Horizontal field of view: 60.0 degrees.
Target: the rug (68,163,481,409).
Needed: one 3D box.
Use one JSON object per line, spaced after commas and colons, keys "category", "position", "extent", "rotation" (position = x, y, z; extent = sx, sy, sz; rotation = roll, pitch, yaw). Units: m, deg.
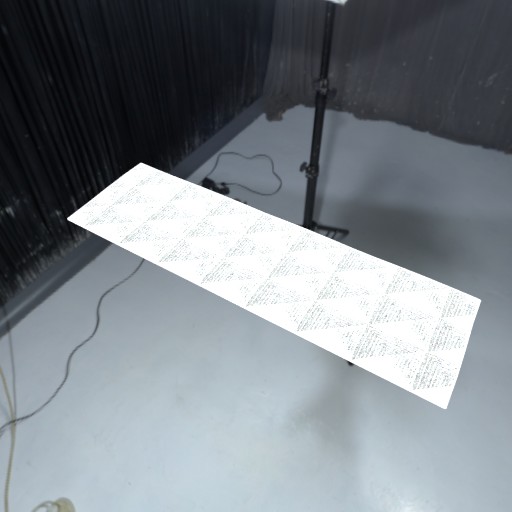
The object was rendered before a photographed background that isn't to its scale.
{"category": "rug", "position": [0.000, 0.000, 2.351], "extent": [2.182, 0.015, 0.645], "rotation": [24, 51, 21]}
